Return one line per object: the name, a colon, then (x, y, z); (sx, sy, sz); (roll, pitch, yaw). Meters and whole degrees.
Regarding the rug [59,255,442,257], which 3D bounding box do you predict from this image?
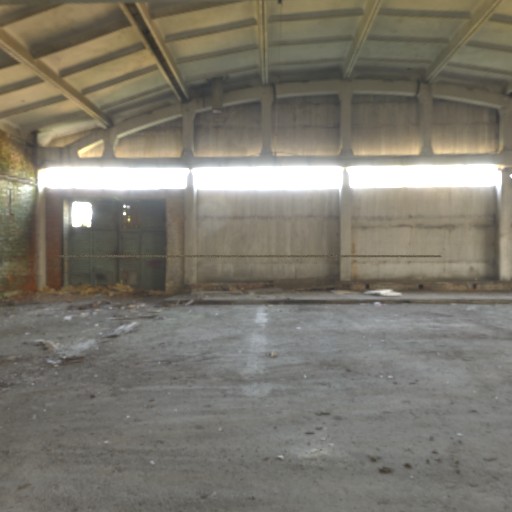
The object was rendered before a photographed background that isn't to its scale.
rug: (0.000, 0.000, 2.311); (1.226, 0.007, 1.815); (0, 0, 2)
